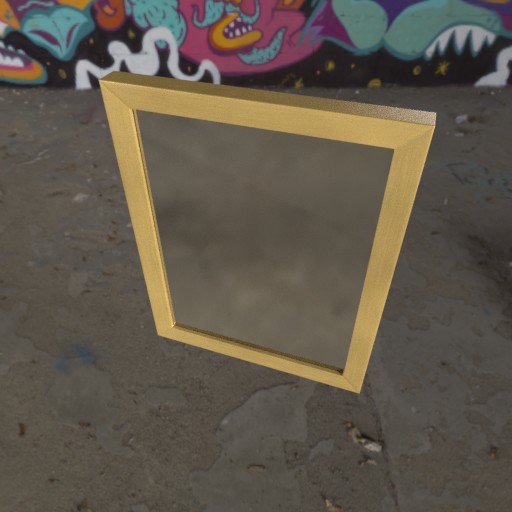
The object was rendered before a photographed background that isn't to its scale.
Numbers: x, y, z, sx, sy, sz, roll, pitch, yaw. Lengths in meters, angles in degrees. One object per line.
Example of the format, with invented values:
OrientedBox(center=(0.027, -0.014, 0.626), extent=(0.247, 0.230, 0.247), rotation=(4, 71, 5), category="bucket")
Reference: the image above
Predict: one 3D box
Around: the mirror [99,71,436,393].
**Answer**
OrientedBox(center=(0.000, 0.000, 0.690), extent=(0.405, 0.508, 0.041), rotation=(13, 43, 14), category="mirror")
